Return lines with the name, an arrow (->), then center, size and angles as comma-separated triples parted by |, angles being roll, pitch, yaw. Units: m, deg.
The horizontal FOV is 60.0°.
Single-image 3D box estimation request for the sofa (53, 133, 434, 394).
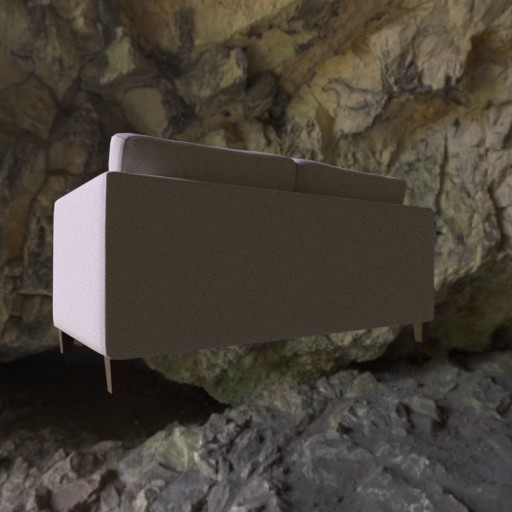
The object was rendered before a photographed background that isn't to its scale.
sofa -> 0.000, 0.000, 2.188 | 1.722, 0.888, 0.873 | 1, -1, -35
